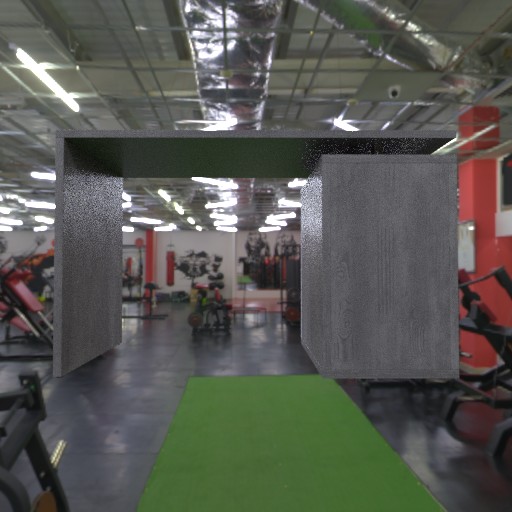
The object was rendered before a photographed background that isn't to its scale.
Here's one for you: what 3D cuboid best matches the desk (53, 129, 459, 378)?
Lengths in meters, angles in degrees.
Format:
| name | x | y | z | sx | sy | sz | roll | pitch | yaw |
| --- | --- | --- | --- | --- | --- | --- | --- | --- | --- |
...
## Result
| name | x | y | z | sx | sy | sz | roll | pitch | yaw |
| --- | --- | --- | --- | --- | --- | --- | --- | --- | --- |
| desk | 0.000 | 0.000 | 1.617 | 1.200 | 0.740 | 0.600 | 0 | -1 | 0 |
